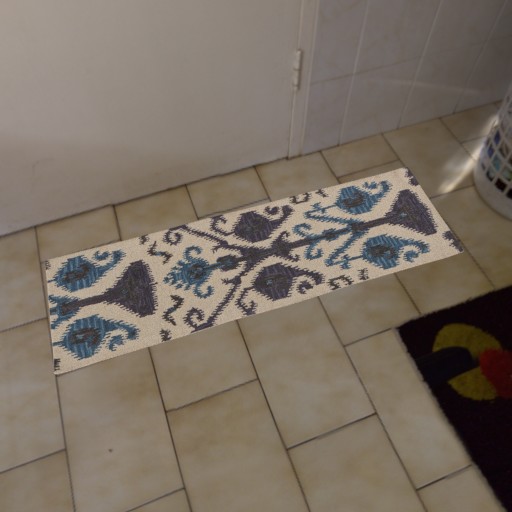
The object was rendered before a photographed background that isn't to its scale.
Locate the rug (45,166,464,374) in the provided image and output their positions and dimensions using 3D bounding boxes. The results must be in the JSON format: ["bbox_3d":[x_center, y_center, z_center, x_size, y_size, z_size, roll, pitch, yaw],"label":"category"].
[{"bbox_3d":[0.000,0.000,2.530,2.301,0.017,0.692,-16,60,-9],"label":"rug"}]
